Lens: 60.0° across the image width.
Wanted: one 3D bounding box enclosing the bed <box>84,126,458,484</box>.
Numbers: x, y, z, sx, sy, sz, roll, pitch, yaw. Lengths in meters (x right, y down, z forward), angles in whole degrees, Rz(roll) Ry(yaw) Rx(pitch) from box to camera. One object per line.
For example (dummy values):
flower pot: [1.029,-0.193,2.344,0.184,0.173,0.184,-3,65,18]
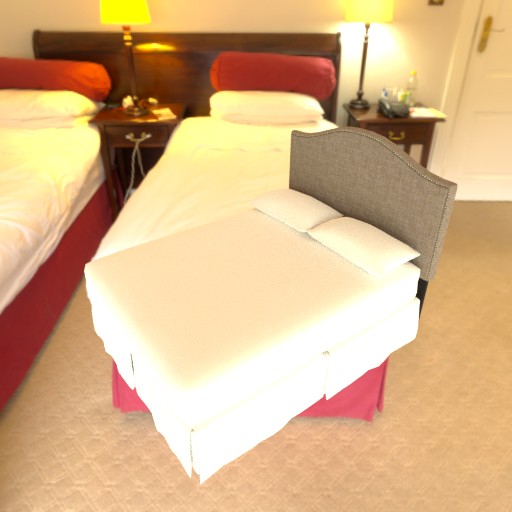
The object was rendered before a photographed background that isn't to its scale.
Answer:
bed: [0.000,0.000,3.255,2.153,1.518,1.713,-21,37,-31]
